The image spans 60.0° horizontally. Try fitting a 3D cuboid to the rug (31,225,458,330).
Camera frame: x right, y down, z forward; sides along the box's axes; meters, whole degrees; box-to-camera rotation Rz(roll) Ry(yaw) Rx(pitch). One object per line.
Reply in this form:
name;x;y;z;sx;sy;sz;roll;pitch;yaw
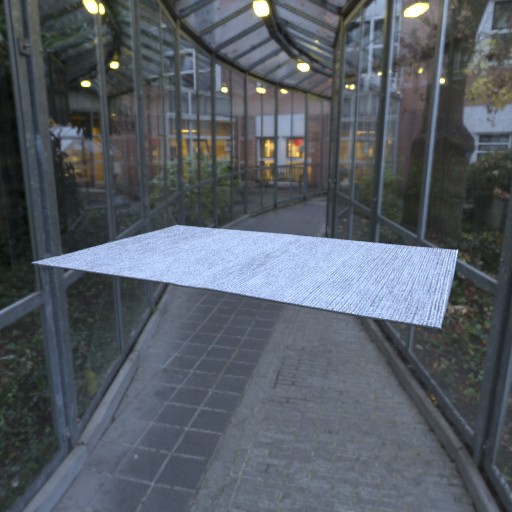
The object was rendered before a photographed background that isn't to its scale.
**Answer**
rug;0.000;0.000;2.189;1.789;0.021;1.159;7;15;25
